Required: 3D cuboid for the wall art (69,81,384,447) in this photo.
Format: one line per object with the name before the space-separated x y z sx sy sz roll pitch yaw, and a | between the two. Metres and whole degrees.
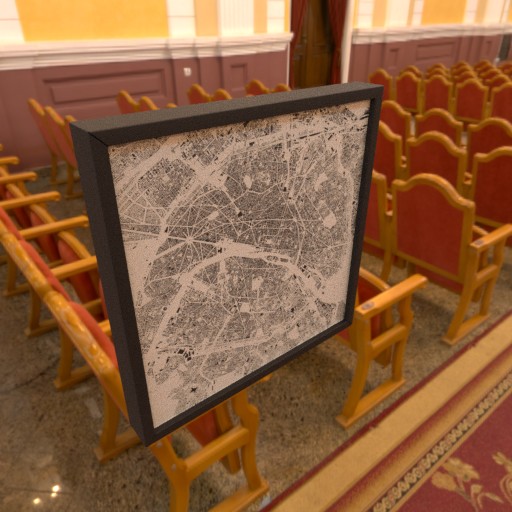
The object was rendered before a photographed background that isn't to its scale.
wall art | 0.000 0.000 0.452 0.305 0.305 0.037 -22 36 -33
